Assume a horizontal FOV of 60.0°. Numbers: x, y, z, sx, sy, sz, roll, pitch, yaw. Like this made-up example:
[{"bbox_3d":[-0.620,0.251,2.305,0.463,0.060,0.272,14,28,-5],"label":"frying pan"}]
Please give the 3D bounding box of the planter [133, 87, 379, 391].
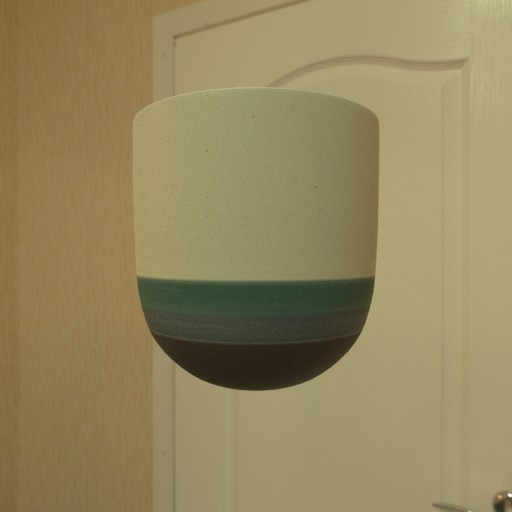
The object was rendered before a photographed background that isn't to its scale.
[{"bbox_3d":[0.000,0.000,0.380,0.204,0.214,0.204,0,0,0],"label":"planter"}]
